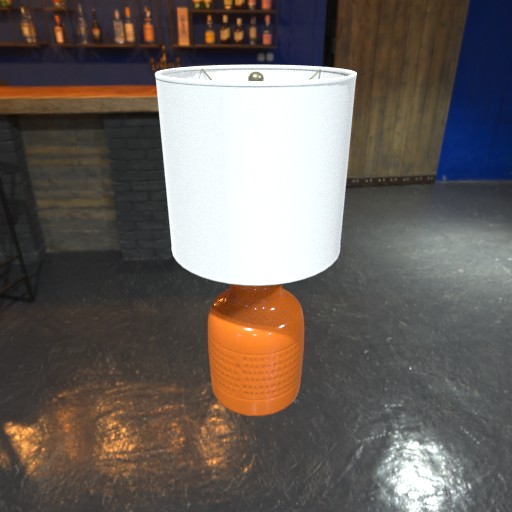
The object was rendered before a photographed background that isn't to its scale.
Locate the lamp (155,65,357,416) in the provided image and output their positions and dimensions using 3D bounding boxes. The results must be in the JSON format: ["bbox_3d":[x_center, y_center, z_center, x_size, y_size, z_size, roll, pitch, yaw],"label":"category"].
[{"bbox_3d":[0.000,0.000,1.132,0.418,0.871,0.418,-1,27,-2],"label":"lamp"}]
